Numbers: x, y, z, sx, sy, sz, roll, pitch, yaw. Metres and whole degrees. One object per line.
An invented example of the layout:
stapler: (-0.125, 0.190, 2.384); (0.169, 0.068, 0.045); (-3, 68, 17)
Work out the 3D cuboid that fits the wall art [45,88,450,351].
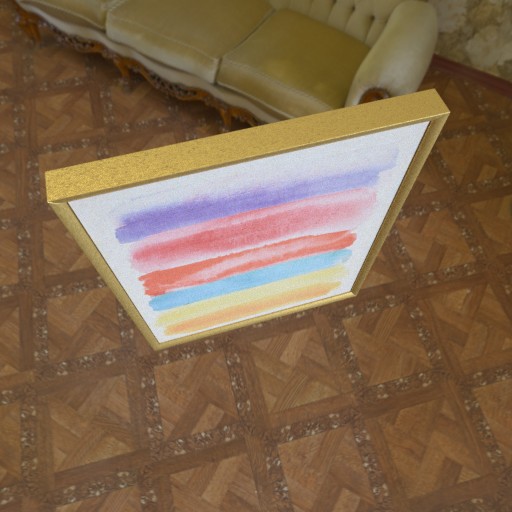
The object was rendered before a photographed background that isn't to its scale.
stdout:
wall art: (0.000, 0.000, 0.861); (0.537, 0.642, 0.048); (-14, 63, -7)
